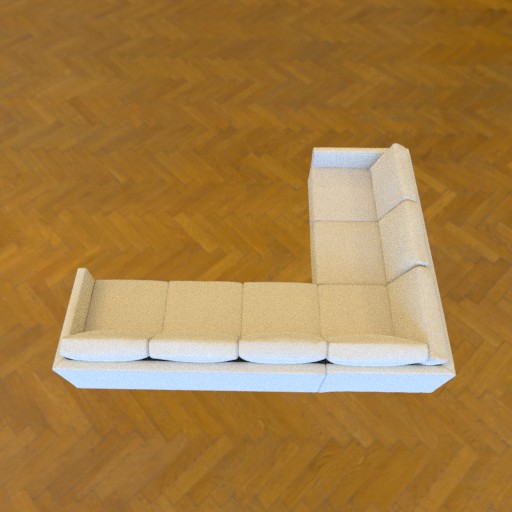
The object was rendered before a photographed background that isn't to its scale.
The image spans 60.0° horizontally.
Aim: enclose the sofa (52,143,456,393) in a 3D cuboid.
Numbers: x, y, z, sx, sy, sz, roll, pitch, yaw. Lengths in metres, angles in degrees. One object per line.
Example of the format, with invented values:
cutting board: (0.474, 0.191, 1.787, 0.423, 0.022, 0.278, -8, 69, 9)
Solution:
sofa: (0.000, 0.000, 4.284, 3.182, 0.863, 2.432, 1, 59, 1)
